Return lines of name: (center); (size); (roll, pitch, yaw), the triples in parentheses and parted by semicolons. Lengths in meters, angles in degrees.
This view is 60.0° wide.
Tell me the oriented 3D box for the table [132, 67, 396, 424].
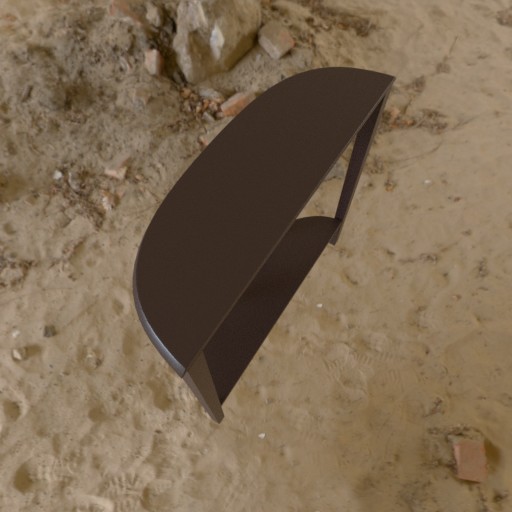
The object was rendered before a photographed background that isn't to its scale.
table: (0.000, 0.000, 1.352); (0.274, 0.831, 0.909); (30, 66, 15)
